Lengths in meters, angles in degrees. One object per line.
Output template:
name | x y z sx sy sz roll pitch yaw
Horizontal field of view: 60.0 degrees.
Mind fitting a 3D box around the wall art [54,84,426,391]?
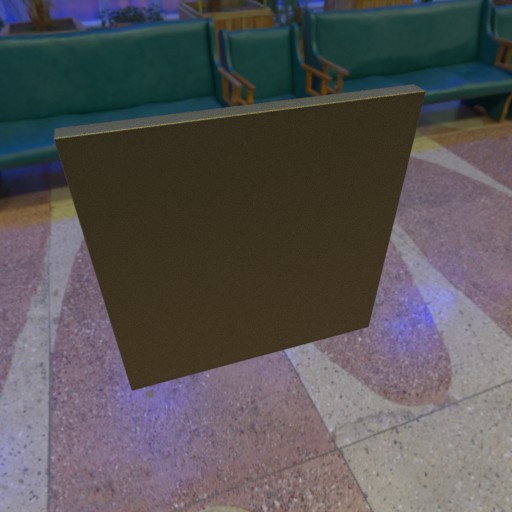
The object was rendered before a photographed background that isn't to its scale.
wall art | 0.000 0.000 0.746 0.503 0.506 0.031 -12 41 -14
